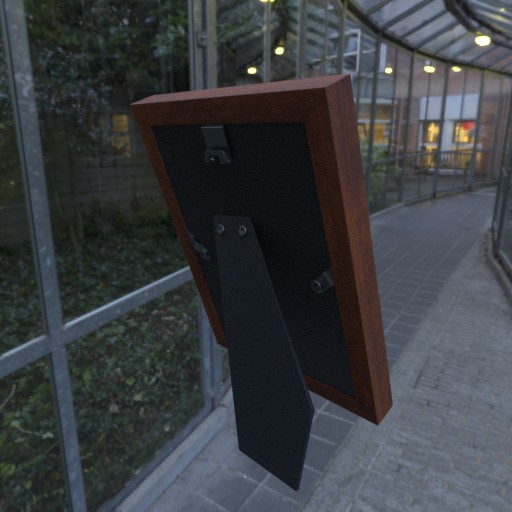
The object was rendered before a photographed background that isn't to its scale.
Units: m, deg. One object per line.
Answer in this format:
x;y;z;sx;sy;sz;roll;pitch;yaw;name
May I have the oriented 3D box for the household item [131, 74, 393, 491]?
0.000;0.000;0.289;0.096;0.204;0.160;-15;21;-42;household item
